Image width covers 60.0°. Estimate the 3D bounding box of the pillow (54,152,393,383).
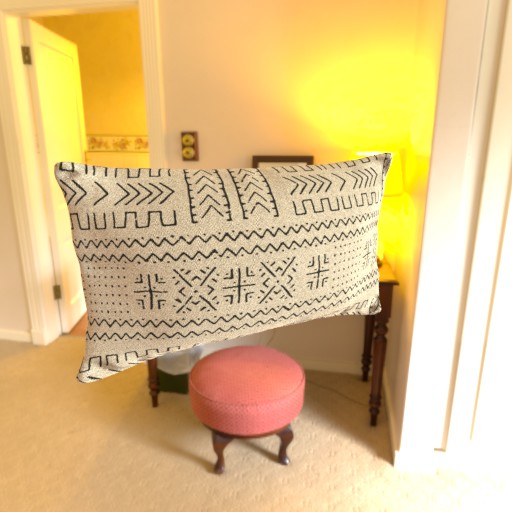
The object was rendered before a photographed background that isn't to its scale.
[{"bbox_3d":[0.000,0.000,0.797,0.637,0.352,0.188,-8,18,-27],"label":"pillow"}]
